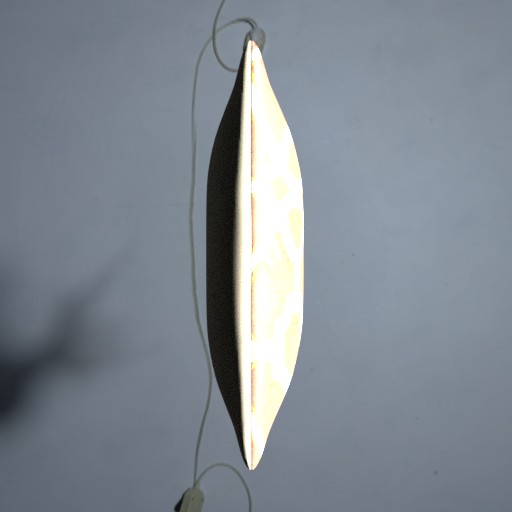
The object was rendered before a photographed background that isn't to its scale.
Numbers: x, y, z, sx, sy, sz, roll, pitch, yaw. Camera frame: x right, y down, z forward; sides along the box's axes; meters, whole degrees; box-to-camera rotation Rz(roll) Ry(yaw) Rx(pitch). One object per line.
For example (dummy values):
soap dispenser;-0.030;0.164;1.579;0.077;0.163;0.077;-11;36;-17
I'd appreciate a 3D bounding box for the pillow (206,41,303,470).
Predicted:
pillow;0.000;0.000;0.817;0.166;0.508;0.552;0;90;0
